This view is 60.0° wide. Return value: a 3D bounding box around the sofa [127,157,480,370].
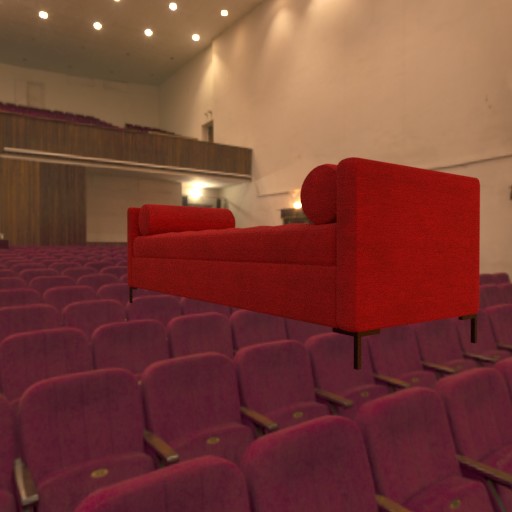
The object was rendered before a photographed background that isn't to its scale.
[{"bbox_3d":[0.000,0.000,2.282,0.686,0.635,1.981,-1,1,-35],"label":"sofa"}]
